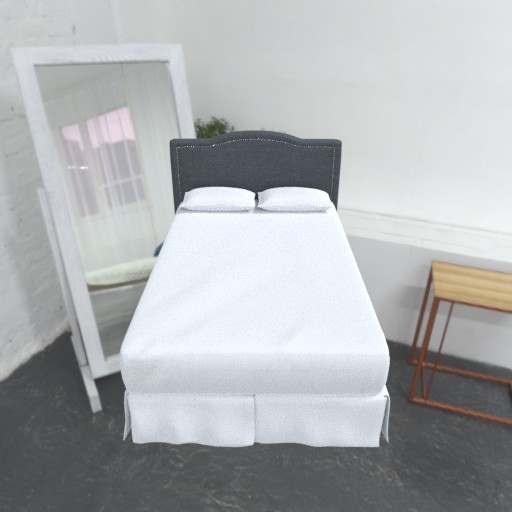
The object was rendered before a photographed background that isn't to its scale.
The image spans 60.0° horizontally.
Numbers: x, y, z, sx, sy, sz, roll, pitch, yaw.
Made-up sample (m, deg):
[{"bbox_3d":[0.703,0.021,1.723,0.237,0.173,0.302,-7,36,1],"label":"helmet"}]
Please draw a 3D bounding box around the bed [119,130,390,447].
[{"bbox_3d":[0.000,0.000,3.582,1.747,1.441,2.507,0,29,0],"label":"bed"}]
